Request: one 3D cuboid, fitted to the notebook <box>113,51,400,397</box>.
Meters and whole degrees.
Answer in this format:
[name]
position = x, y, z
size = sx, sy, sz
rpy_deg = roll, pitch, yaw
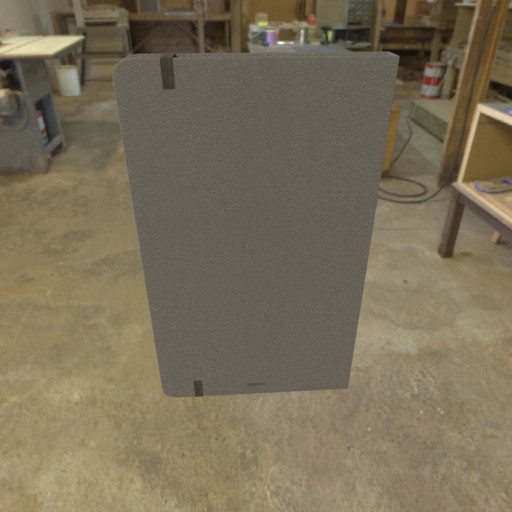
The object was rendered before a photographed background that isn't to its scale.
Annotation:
[notebook]
position = 0.000, 0.000, 0.255
size = 0.127, 0.213, 0.016
rpy_deg = -2, 32, -3
